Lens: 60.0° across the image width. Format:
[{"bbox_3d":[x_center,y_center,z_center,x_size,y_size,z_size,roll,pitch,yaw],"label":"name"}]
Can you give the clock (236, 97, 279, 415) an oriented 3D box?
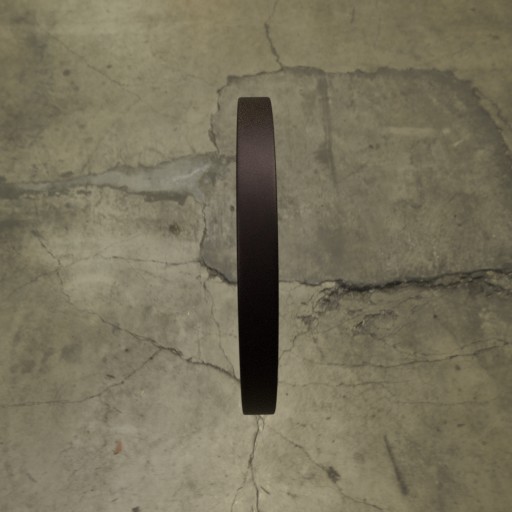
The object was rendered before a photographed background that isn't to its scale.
[{"bbox_3d":[0.000,0.000,0.464,0.029,0.314,0.314,-1,64,0],"label":"clock"}]
